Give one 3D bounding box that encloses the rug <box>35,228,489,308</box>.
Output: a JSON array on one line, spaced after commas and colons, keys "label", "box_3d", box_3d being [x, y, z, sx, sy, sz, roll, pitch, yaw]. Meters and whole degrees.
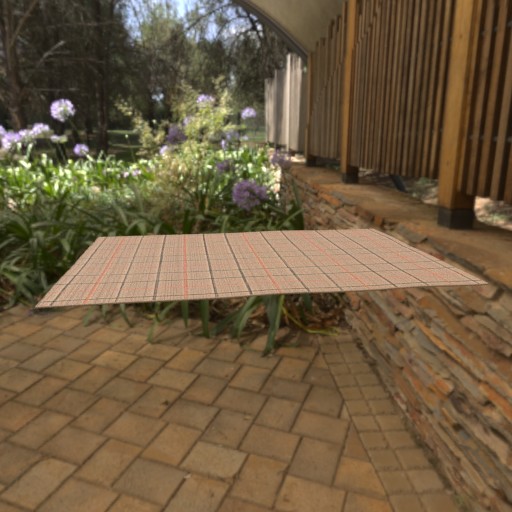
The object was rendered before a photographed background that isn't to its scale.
[{"label": "rug", "box_3d": [0.000, 0.000, 2.345, 1.829, 0.013, 1.220, -2, 15, -8]}]
